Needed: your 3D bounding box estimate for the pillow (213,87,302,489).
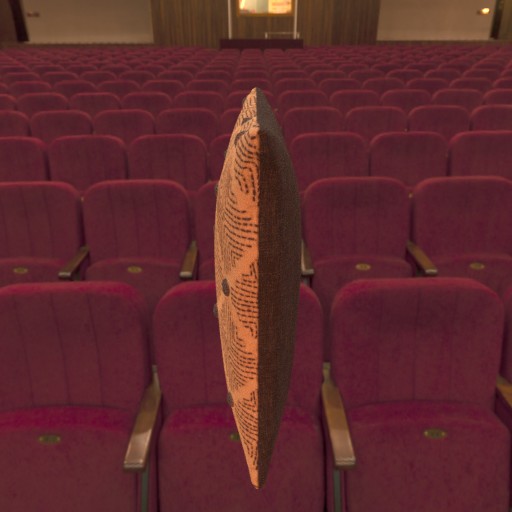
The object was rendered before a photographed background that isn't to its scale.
[{"bbox_3d":[0.000,0.000,0.763,0.145,0.510,0.510,0,25,0],"label":"pillow"}]
